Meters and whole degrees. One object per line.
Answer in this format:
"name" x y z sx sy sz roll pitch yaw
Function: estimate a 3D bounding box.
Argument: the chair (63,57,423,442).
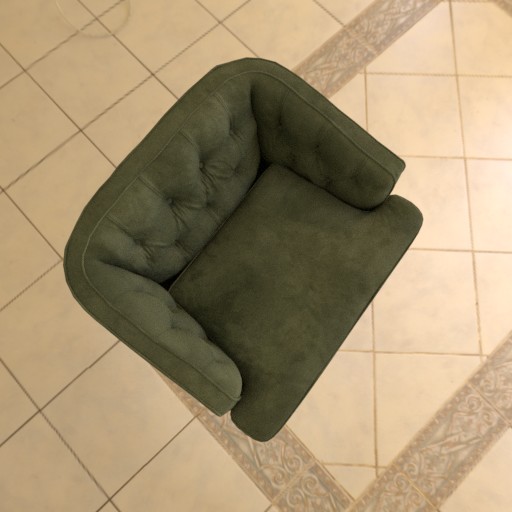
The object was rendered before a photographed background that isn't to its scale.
"chair" 0.000 0.000 1.760 0.941 0.852 1.104 36 79 8
